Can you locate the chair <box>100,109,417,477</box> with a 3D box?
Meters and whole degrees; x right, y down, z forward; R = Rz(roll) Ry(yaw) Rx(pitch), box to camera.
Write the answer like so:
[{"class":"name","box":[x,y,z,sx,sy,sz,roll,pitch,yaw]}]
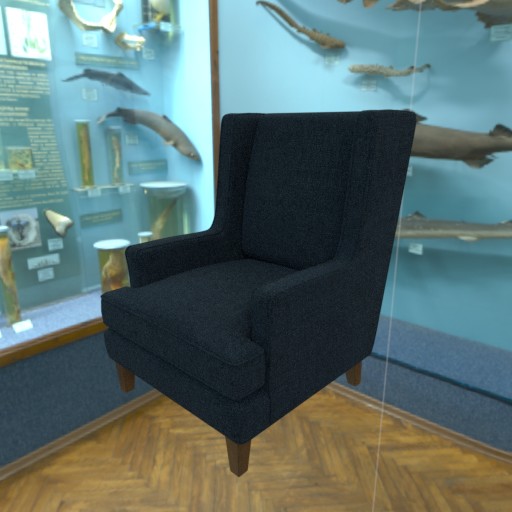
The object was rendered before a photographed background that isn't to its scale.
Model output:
[{"class":"chair","box":[0.000,0.000,1.707,0.764,1.072,0.947,15,22,41]}]
